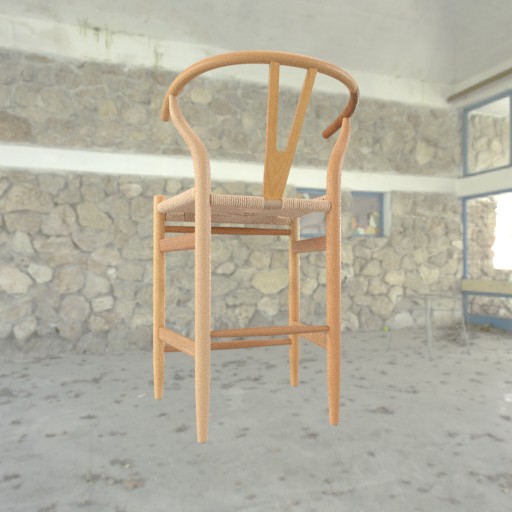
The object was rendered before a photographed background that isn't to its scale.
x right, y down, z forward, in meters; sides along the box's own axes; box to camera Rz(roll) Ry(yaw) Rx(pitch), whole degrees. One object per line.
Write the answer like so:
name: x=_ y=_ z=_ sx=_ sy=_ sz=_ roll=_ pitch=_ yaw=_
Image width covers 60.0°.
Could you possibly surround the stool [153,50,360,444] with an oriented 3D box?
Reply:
stool: x=0.000 y=0.000 z=1.274 sx=0.536 sy=0.923 sz=0.575 roll=0 pitch=-1 yaw=-19
